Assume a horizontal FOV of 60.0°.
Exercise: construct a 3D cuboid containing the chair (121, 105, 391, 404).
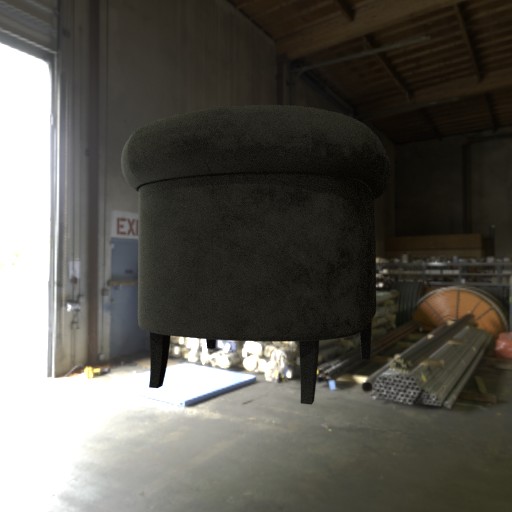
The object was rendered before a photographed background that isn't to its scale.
[{"bbox_3d":[0.000,0.000,1.569,0.904,0.826,0.851,0,-1,19],"label":"chair"}]
